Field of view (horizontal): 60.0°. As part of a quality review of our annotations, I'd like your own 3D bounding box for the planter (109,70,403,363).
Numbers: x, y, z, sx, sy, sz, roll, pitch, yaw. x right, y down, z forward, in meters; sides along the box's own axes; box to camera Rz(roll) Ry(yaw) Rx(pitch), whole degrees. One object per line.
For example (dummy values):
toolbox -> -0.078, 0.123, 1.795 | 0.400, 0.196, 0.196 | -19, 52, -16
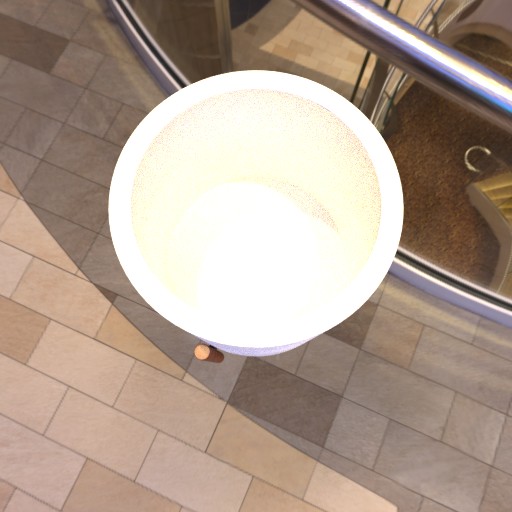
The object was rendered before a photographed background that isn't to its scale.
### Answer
planter -> 0.000, 0.000, 0.952 | 0.417, 0.670, 0.417 | -21, 77, -5
